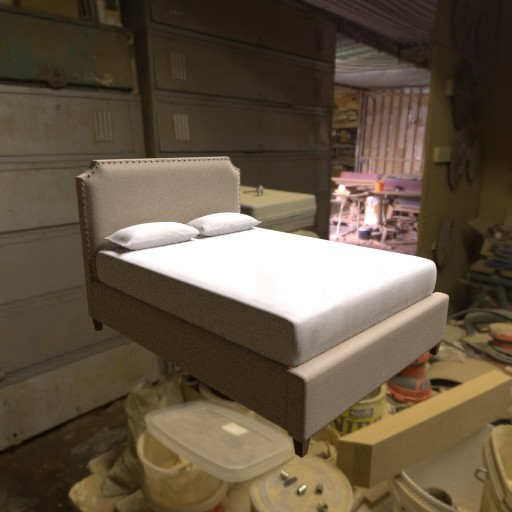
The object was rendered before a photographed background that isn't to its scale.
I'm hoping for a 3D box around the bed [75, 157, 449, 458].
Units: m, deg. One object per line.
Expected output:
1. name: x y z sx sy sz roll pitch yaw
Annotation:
1. bed: 0.000 0.000 3.395 2.329 1.415 1.703 14 20 43
